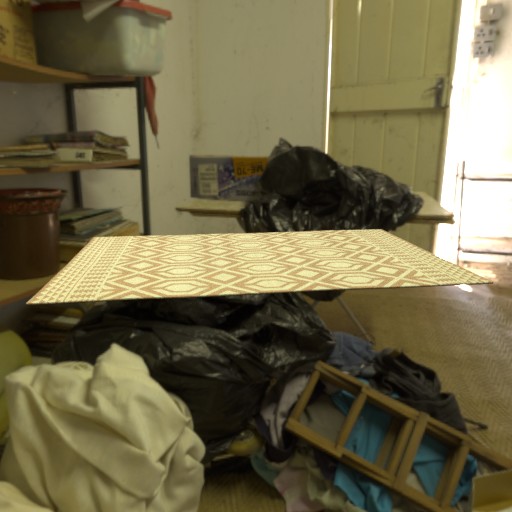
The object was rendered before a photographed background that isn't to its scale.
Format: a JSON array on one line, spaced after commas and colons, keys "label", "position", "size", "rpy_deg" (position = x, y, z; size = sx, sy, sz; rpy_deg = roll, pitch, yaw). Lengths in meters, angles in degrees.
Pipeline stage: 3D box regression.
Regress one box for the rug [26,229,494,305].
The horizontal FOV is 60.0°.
[{"label": "rug", "position": [0.000, 0.000, 3.006], "size": [2.435, 0.011, 1.526], "rpy_deg": [-2, 15, -8]}]
